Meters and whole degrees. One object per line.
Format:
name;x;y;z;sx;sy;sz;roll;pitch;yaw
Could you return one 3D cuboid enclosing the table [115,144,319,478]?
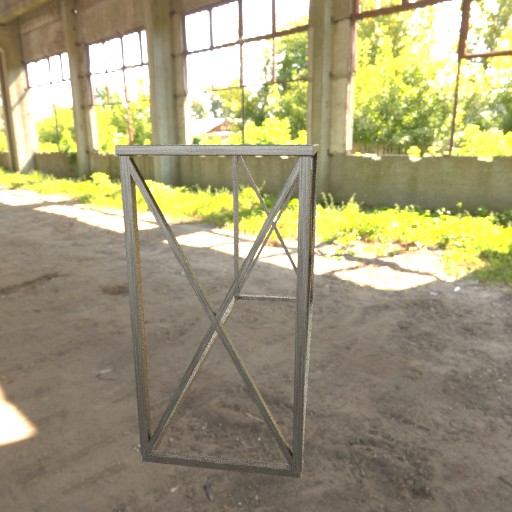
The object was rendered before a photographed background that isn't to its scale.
table;0.000;0.000;1.544;0.402;0.753;1.216;2;14;8
